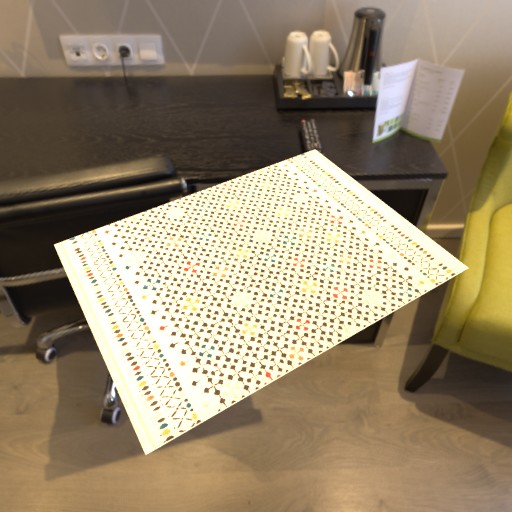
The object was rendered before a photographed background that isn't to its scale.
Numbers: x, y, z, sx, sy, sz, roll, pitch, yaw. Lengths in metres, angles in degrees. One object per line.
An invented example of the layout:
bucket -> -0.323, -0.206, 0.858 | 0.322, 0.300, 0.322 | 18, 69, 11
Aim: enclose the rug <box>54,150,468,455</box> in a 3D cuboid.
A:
rug -> 0.000, 0.000, 2.062 | 1.556, 0.006, 1.146 | -24, 51, -22
